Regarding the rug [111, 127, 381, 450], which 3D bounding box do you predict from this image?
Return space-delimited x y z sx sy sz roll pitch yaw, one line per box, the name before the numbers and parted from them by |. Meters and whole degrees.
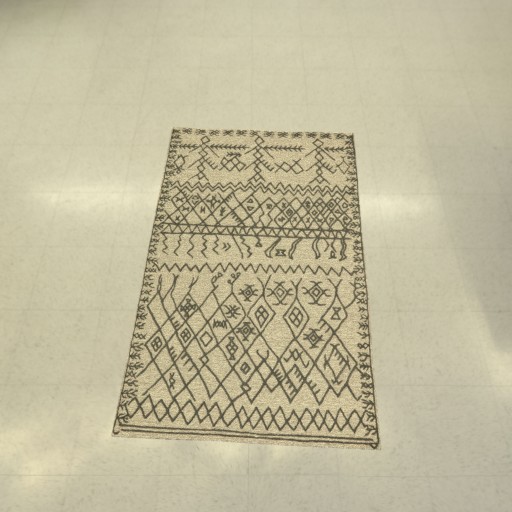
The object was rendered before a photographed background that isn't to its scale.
rug | 0.000 0.000 3.109 1.530 0.012 2.444 2 60 1
